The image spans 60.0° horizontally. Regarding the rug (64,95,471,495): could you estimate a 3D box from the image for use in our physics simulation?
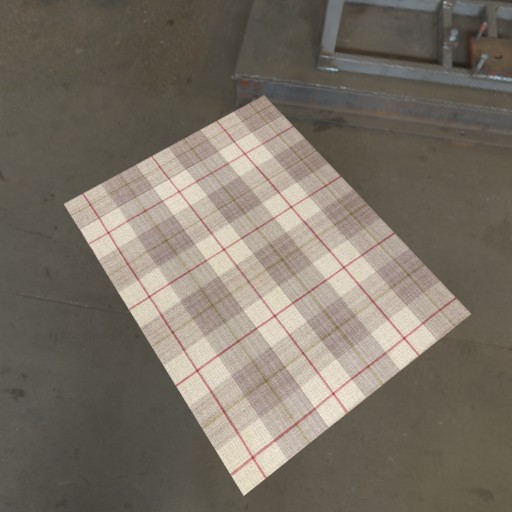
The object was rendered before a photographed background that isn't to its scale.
[{"bbox_3d":[0.000,0.000,3.939,2.317,0.016,2.959,-33,70,-14],"label":"rug"}]
